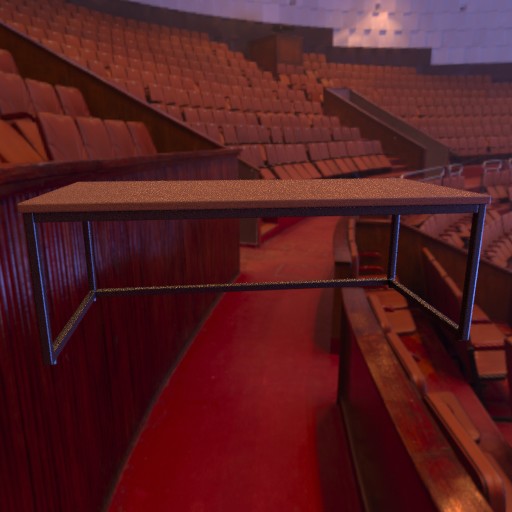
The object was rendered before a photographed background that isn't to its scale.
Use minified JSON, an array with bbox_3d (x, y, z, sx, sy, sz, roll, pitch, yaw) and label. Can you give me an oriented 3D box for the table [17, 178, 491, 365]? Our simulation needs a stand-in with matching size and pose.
[{"bbox_3d":[0.000,0.000,1.309,1.100,0.400,0.500,-2,15,-7],"label":"table"}]
